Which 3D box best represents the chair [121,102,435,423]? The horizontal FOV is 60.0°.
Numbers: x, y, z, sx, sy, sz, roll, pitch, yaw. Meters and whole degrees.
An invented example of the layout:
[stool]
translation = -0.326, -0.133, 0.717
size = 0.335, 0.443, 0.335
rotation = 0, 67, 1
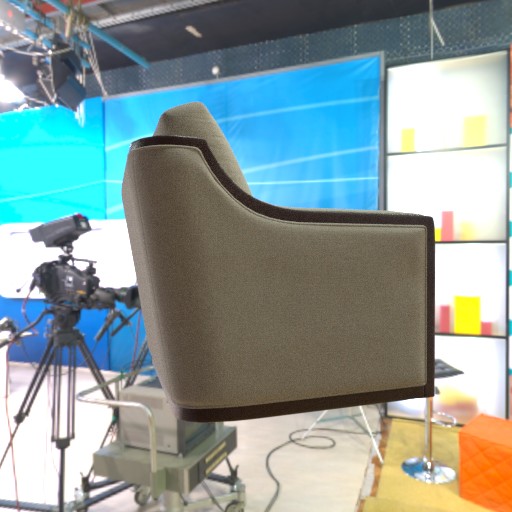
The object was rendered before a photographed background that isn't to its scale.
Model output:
[chair]
translation = 0.000, 0.000, 1.661
size = 0.950, 0.930, 0.870
rotation = 0, 0, -18
